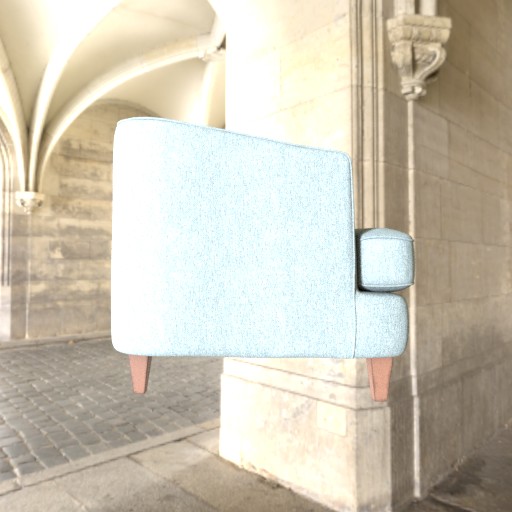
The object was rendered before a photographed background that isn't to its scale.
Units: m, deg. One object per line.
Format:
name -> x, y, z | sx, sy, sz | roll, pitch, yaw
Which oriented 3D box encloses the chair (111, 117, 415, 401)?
chair -> 0.000, 0.000, 1.753 | 0.945, 0.852, 1.094 | 0, -2, 0
